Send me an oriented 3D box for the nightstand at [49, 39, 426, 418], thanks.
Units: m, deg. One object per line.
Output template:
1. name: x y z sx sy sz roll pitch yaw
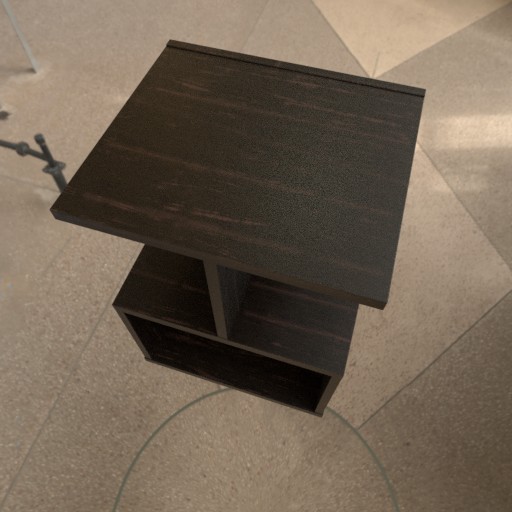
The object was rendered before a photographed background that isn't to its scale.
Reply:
1. nightstand: 0.000 0.000 0.816 0.400 0.559 0.356 15 59 9
